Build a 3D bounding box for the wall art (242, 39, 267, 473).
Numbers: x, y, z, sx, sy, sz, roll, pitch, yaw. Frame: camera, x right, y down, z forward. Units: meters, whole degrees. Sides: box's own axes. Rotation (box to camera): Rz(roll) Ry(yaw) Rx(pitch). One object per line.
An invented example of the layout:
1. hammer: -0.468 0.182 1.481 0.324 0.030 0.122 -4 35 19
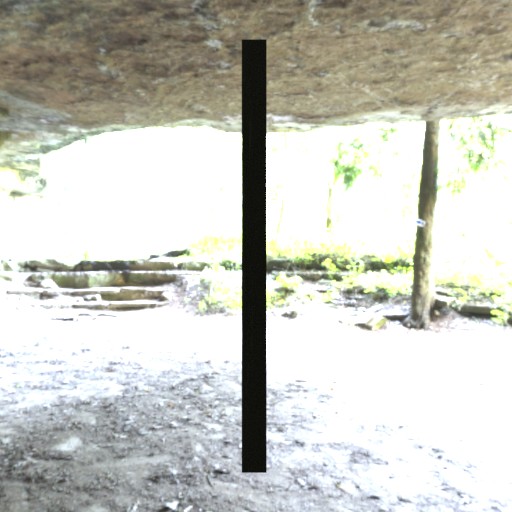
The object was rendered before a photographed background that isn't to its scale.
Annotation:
1. wall art: 0.000 0.000 1.157 0.043 0.758 0.762 0 0 0
